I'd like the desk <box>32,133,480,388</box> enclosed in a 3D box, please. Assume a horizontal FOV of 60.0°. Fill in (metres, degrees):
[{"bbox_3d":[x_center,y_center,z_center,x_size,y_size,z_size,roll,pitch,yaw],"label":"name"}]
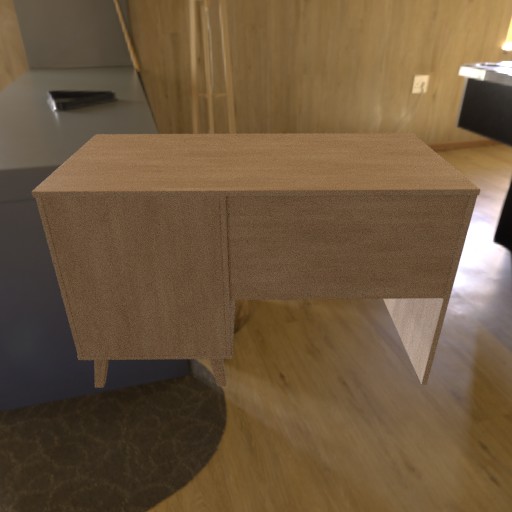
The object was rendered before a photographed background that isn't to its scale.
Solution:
[{"bbox_3d":[0.000,0.000,1.686,1.251,0.770,0.600,0,30,-1],"label":"desk"}]
